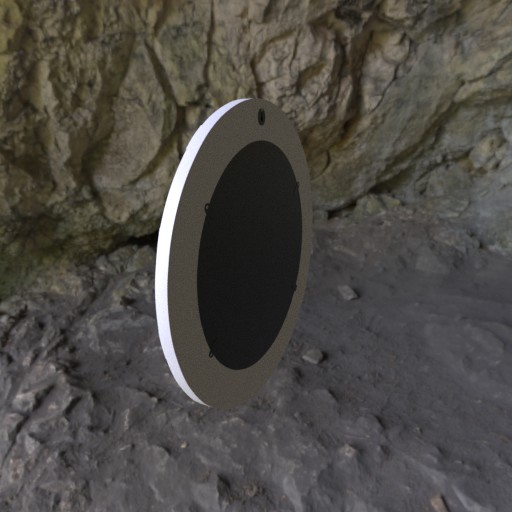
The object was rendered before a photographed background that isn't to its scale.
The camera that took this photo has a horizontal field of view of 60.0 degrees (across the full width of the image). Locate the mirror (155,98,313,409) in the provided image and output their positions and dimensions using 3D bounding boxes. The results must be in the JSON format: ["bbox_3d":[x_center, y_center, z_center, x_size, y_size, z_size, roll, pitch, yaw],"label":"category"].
[{"bbox_3d":[0.000,0.000,1.366,0.038,0.914,0.914,8,17,26],"label":"mirror"}]
